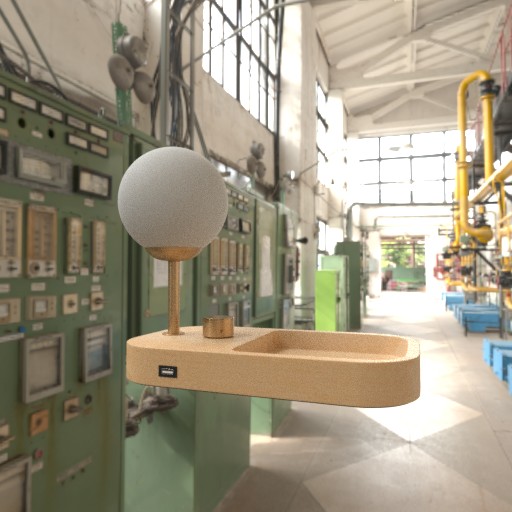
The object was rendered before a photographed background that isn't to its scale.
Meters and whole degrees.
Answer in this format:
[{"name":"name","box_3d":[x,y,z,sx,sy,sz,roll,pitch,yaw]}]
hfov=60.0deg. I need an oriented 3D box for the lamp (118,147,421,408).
[{"name":"lamp","box_3d":[0.000,0.000,0.479,0.331,0.253,0.173,-1,-2,20]}]
